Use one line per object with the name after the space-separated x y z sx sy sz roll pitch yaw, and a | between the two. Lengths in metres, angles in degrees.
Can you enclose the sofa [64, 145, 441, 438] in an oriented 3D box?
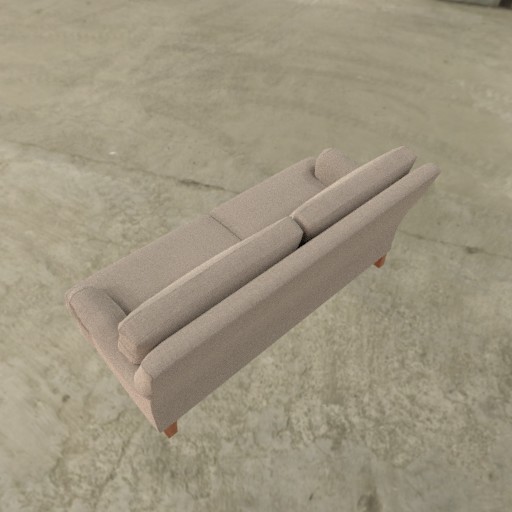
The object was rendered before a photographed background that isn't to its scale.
0.000 0.000 2.813 2.160 1.054 1.087 -33 55 -28 | sofa
